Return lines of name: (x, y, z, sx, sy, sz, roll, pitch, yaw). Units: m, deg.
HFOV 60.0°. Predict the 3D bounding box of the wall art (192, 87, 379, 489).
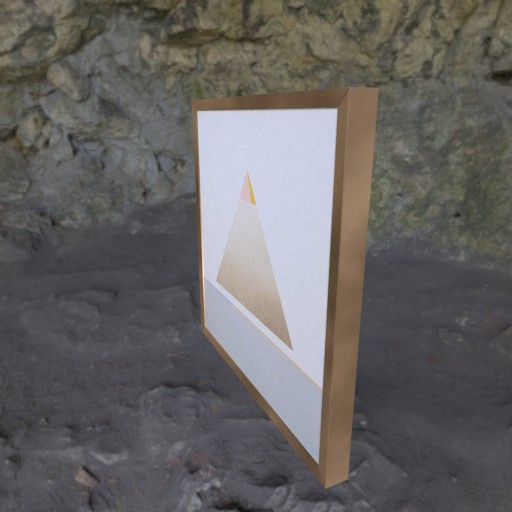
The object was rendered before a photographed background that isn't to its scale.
wall art: (0.000, 0.000, 0.752, 0.038, 0.511, 0.513, -8, 20, -24)
